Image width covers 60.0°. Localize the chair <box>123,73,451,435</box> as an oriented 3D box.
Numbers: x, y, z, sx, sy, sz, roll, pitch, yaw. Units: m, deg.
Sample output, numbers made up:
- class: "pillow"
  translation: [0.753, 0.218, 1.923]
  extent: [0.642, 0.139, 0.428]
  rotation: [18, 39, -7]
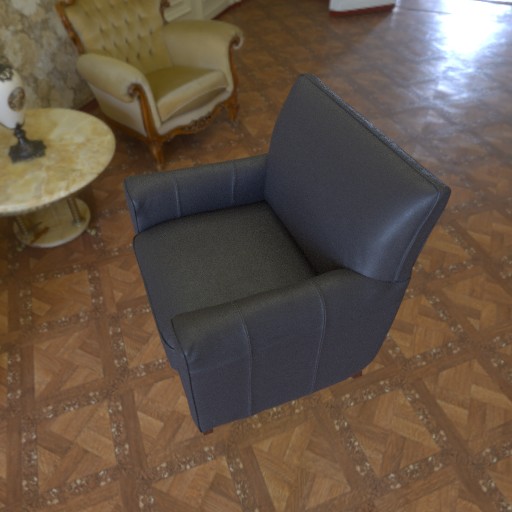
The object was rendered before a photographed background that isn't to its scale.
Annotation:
- class: "chair"
  translation: [0.000, 0.000, 1.634]
  extent: [0.825, 0.943, 0.870]
  rotation: [-16, 47, -16]
